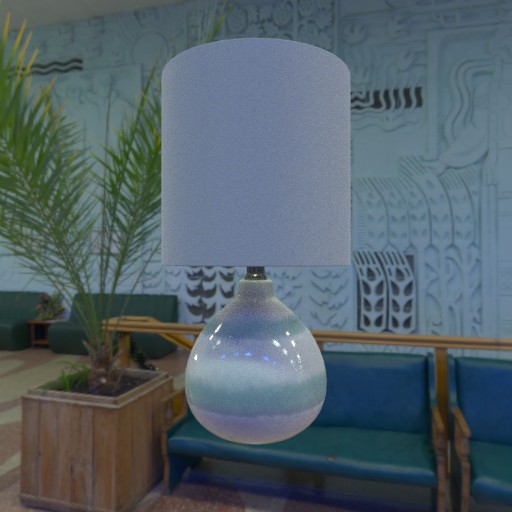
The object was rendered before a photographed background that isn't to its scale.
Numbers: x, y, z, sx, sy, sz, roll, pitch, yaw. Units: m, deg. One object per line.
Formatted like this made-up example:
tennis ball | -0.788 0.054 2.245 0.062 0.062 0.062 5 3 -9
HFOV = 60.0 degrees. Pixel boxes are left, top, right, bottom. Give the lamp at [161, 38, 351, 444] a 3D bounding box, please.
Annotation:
lamp | 0.000 0.000 0.518 0.217 0.404 0.217 0 0 18
